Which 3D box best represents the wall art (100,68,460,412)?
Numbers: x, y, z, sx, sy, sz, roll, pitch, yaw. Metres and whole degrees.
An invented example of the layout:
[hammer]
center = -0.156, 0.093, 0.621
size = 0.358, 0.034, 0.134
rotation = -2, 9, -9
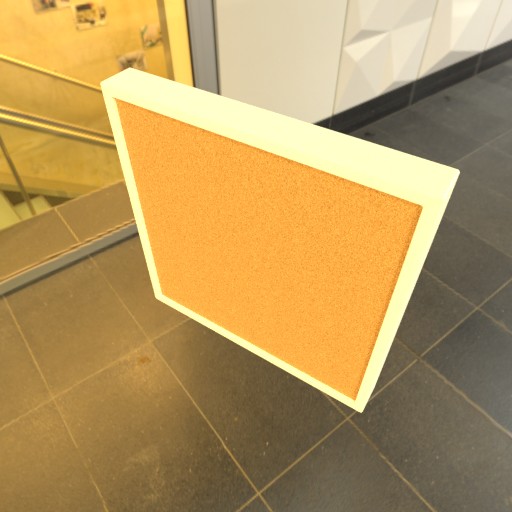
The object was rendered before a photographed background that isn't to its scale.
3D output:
[wall art]
center = 0.000, 0.000, 0.455
size = 0.305, 0.305, 0.038
rotation = 25, 51, 22
